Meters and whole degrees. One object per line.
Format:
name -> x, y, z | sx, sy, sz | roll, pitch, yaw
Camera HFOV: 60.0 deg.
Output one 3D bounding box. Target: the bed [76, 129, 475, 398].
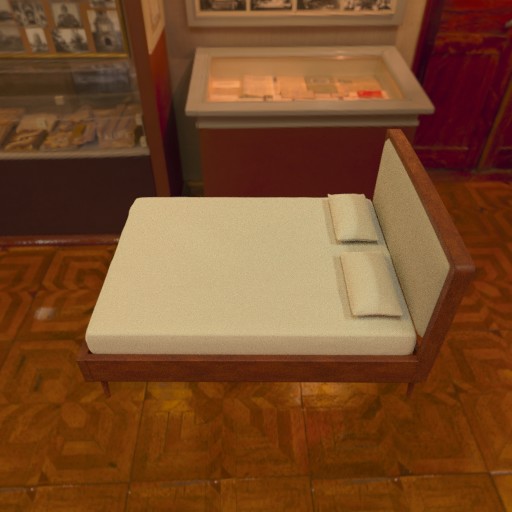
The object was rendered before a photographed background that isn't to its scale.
bed -> 0.000, 0.000, 3.201 | 2.196, 1.275, 1.587 | 0, 41, 0
